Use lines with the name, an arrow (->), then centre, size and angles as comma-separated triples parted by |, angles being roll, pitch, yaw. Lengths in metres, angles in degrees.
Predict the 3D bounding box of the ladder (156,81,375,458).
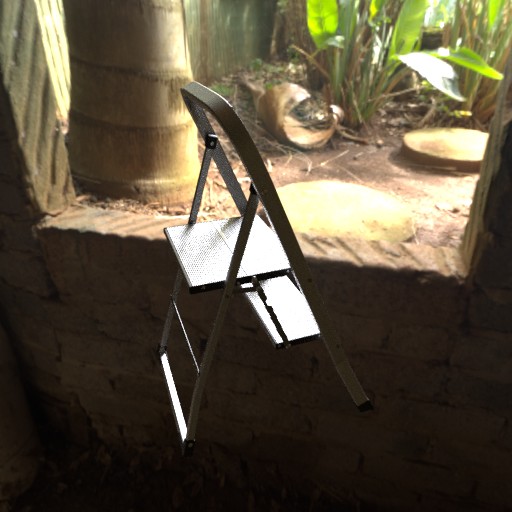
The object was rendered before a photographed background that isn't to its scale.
ladder -> 0.000, 0.000, 1.137 | 0.530, 0.830, 0.465 | -10, 31, -18
